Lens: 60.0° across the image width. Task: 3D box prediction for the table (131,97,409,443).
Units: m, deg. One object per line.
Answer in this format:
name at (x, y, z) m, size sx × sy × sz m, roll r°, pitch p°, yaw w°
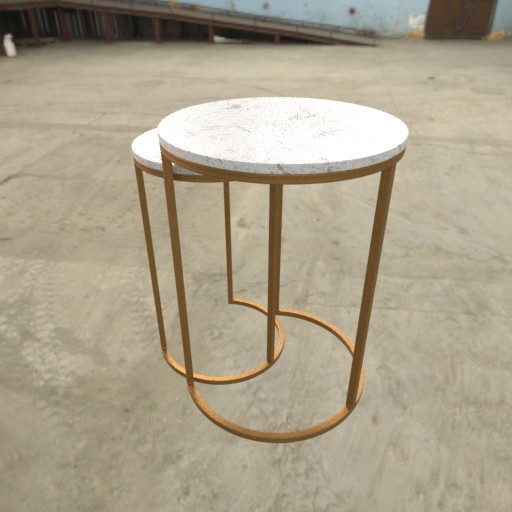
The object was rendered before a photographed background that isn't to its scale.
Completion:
table at (0.000, 0.000, 0.897) m, size 0.507 × 0.550 × 0.400 m, roll 22°, pitch 38°, yaw 32°
